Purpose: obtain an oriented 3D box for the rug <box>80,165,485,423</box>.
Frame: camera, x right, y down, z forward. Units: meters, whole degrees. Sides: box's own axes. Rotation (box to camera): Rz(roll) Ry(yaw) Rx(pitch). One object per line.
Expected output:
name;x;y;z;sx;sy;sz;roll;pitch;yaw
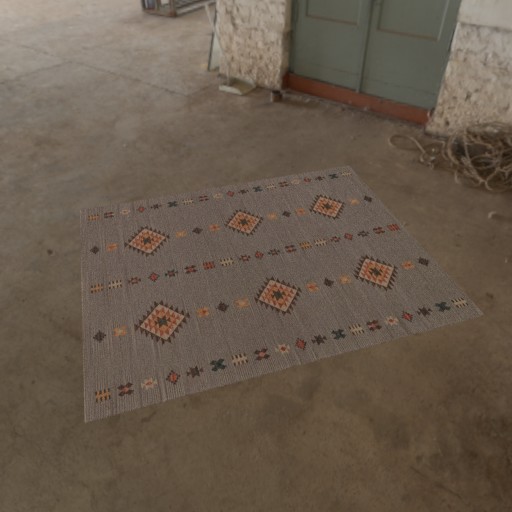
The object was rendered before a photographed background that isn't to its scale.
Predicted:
rug;0.000;0.000;4.027;3.035;0.008;2.425;-12;43;-13
